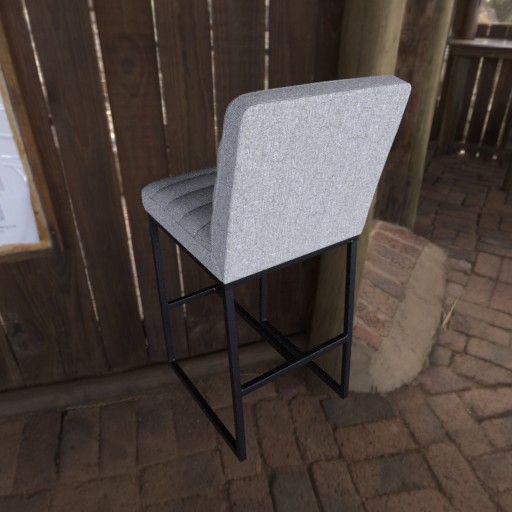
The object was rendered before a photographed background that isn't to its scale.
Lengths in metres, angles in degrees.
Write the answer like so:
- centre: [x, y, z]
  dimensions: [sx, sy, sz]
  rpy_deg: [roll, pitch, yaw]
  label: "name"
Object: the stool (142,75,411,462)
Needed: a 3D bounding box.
- centre: [0.000, 0.000, 1.315]
  dimensions: [0.459, 1.034, 0.571]
  rpy_deg: [-19, 35, -30]
  label: "stool"
